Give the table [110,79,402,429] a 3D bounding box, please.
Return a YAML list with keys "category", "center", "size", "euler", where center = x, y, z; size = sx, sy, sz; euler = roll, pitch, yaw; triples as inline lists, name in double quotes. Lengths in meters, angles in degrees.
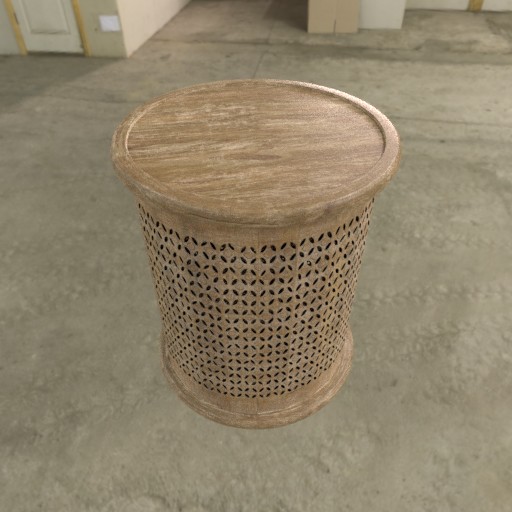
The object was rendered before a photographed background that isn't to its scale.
- category: "table"
  center: [0.000, 0.000, 0.788]
  size: [0.407, 0.482, 0.407]
  euler: [0, 41, 0]
